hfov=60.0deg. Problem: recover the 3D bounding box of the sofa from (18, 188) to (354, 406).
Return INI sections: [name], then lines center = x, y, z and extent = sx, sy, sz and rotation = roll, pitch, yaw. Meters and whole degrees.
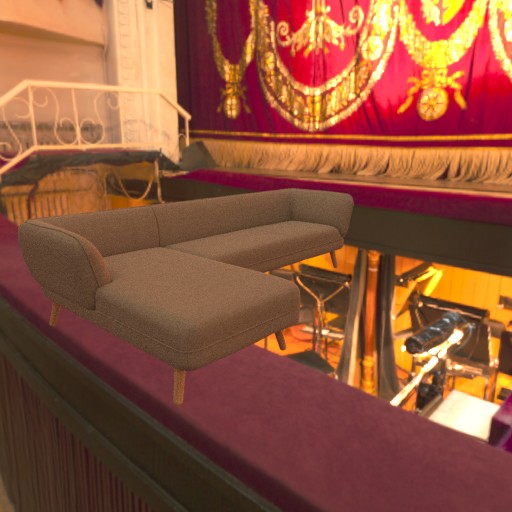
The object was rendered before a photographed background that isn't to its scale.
[sofa]
center = 0.000, 0.000, 3.189
extent = 1.532, 0.693, 2.653
rotation = 13, 19, 41
